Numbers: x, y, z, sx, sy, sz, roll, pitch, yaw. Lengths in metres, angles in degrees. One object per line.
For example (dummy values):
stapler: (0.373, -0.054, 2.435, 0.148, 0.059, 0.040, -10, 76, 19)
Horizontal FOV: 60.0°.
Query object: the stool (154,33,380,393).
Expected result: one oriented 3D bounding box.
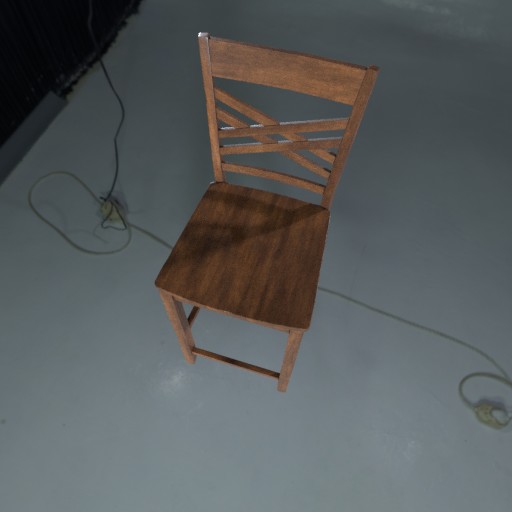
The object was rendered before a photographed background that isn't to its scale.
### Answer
stool: (0.000, 0.000, 1.368, 0.426, 1.098, 0.504, 15, 61, 9)
